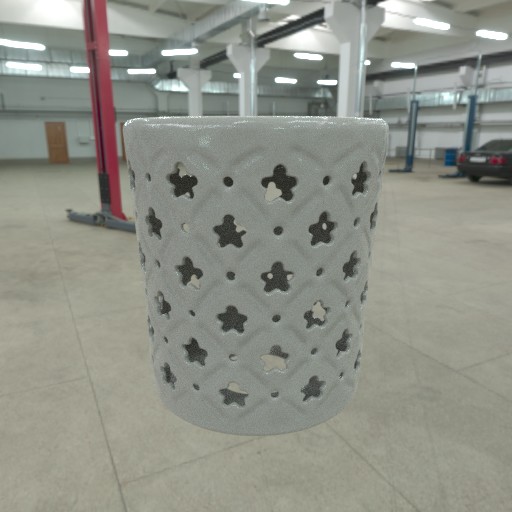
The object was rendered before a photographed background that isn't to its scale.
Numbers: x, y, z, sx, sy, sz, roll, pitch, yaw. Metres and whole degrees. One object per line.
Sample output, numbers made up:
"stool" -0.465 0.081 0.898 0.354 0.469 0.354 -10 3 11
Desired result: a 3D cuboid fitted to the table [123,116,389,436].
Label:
"table" 0.000 0.000 0.653 0.352 0.387 0.352 0 15 0
